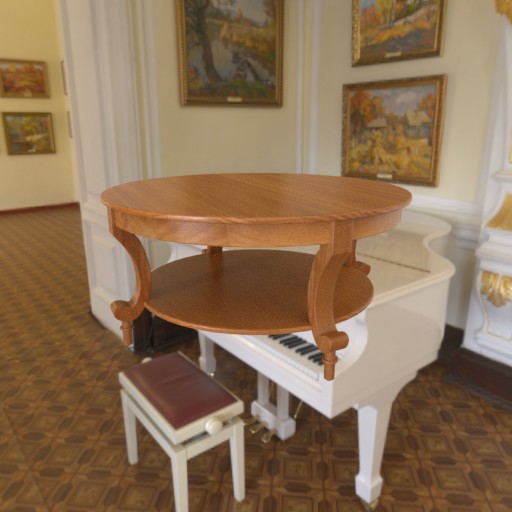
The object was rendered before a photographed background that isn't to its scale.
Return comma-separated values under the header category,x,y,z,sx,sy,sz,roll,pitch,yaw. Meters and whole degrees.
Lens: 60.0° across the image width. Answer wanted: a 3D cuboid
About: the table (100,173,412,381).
category,x,y,z,sx,sy,sz,roll,pitch,yaw
table,0.000,0.000,1.603,1.029,0.490,1.029,0,16,0
